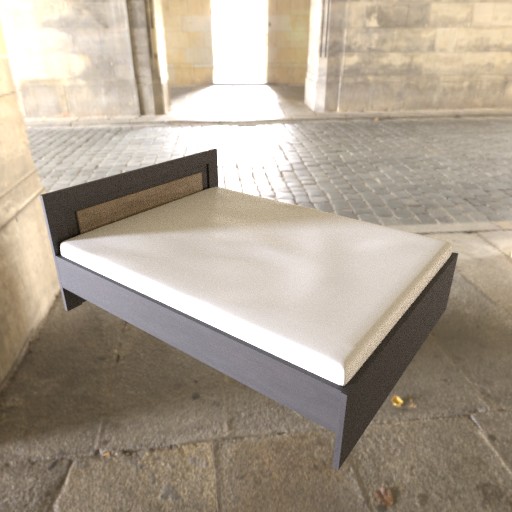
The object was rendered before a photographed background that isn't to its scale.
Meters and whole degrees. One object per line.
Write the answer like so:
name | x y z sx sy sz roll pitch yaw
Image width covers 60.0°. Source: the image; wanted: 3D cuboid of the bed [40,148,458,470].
bed | 0.000 0.000 2.851 2.073 0.823 1.585 18 31 33
